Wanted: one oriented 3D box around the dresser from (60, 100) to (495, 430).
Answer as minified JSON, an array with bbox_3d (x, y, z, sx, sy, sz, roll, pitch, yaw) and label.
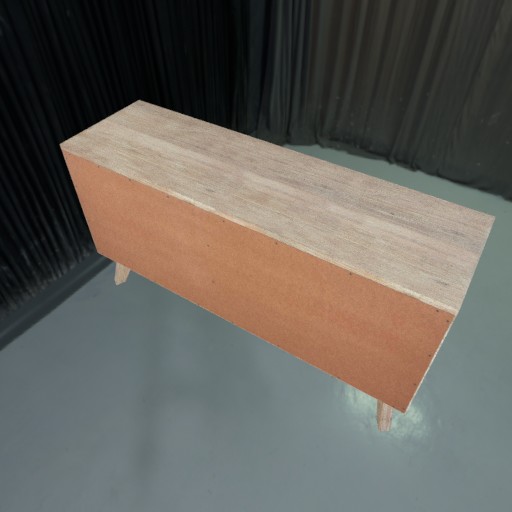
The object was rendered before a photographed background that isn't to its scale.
[{"bbox_3d":[0.000,0.000,1.881,1.554,0.805,0.455,24,50,22],"label":"dresser"}]
